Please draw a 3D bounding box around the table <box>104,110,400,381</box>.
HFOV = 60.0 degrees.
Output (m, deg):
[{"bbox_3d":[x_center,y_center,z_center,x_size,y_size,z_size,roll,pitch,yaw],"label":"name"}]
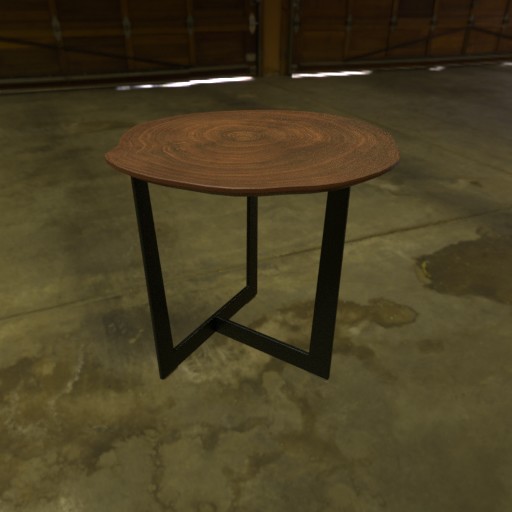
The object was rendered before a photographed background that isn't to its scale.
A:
[{"bbox_3d":[0.000,0.000,0.893,0.494,0.476,0.477,11,32,19],"label":"table"}]
